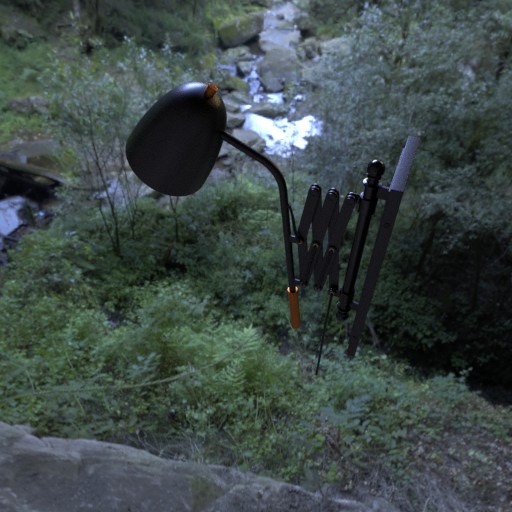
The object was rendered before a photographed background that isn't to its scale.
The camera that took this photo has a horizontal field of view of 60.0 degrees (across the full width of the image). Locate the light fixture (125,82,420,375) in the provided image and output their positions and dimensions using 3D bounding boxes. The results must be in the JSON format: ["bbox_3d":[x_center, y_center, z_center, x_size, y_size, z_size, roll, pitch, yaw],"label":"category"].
[{"bbox_3d":[0.000,0.000,0.932,0.499,0.715,0.162,17,48,16],"label":"light fixture"}]
